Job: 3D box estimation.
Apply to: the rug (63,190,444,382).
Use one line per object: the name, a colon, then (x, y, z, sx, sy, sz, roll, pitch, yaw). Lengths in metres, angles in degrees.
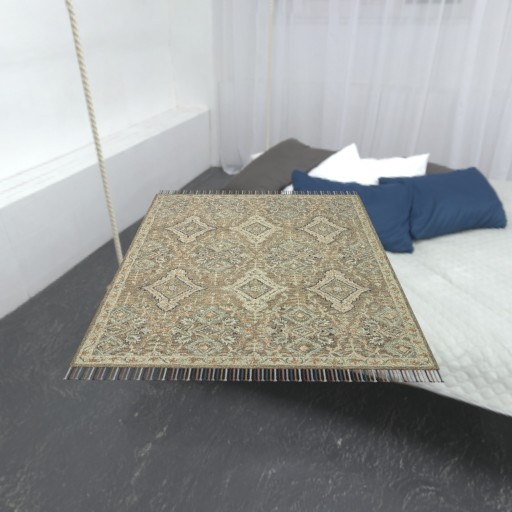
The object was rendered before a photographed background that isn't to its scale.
rug: (0.000, 0.000, 4.120, 2.437, 0.010, 3.056, 0, 31, 0)
